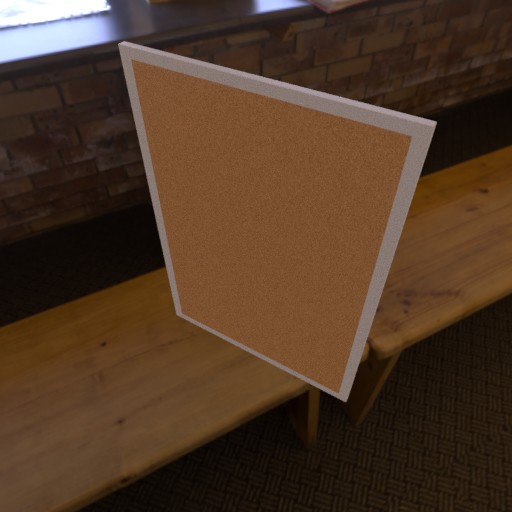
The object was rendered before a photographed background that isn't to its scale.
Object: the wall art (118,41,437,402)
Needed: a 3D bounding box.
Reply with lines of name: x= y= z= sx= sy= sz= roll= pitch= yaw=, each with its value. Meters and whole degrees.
wall art: x=0.000 y=0.000 z=0.802 sx=0.456 sy=0.656 sz=0.013 roll=23 pitch=50 yaw=21
